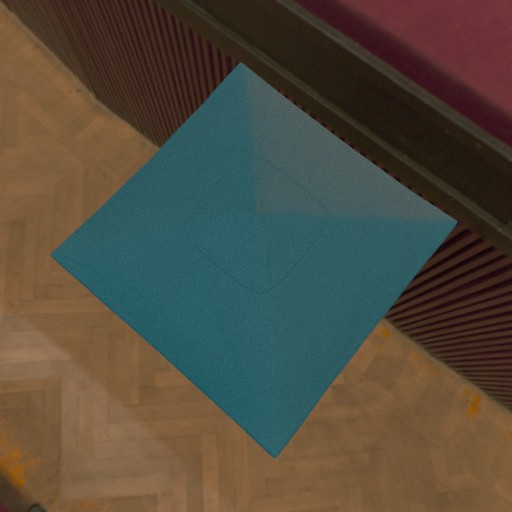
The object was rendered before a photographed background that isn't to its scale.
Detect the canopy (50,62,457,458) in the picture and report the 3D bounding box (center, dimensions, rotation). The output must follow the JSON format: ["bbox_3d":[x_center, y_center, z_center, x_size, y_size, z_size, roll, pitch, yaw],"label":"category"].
[{"bbox_3d":[0.000,0.000,5.260,2.998,2.997,2.996,39,79,9],"label":"canopy"}]
